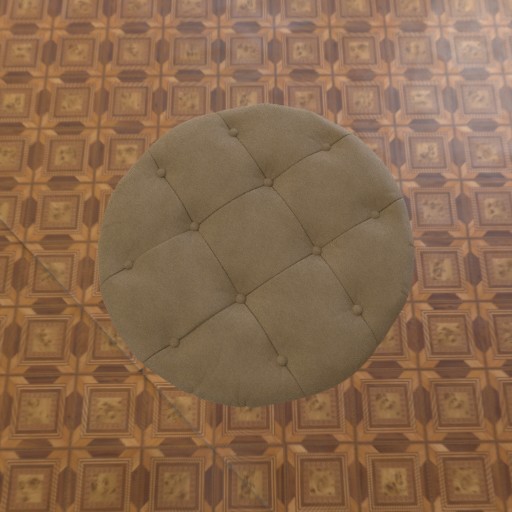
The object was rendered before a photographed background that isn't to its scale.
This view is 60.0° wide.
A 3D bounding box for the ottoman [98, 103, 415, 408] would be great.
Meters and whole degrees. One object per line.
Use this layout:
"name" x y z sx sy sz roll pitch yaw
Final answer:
"ottoman" 0.000 0.000 1.402 0.901 0.439 0.901 0 75 0
